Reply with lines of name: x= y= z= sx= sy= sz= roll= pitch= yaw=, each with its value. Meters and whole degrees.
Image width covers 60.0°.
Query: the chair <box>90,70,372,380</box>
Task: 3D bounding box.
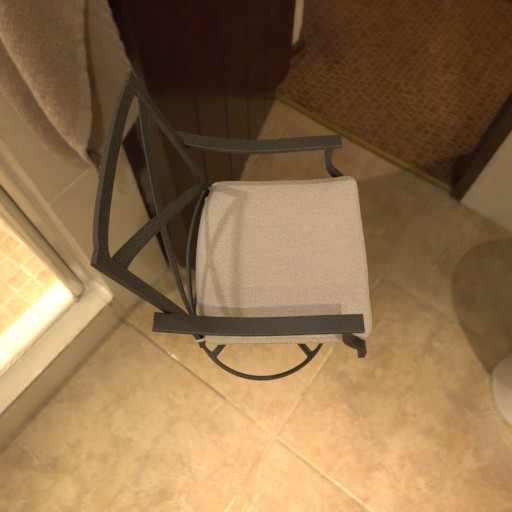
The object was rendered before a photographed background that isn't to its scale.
chair: x=0.000 y=0.000 z=1.283 sx=0.620 sy=0.889 sz=0.575 roll=0 pitch=63 yaw=0
